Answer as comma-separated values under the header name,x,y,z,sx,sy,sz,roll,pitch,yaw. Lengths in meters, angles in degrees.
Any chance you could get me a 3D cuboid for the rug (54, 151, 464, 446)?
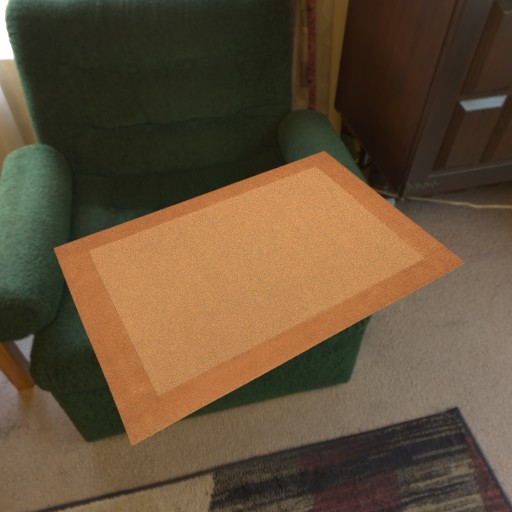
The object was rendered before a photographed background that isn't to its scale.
name,x,y,z,sx,sy,sz,roll,pitch,yaw
rug,0.000,0.000,2.364,1.829,0.014,1.219,-24,51,-21
